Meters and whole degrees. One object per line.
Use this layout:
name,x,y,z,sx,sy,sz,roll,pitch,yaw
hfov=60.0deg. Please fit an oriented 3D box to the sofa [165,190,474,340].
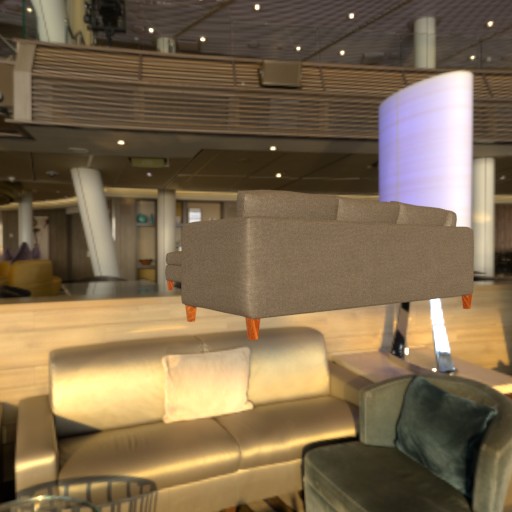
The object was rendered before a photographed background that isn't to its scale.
sofa,0.000,0.000,4.775,2.594,0.961,3.460,-1,1,-35
